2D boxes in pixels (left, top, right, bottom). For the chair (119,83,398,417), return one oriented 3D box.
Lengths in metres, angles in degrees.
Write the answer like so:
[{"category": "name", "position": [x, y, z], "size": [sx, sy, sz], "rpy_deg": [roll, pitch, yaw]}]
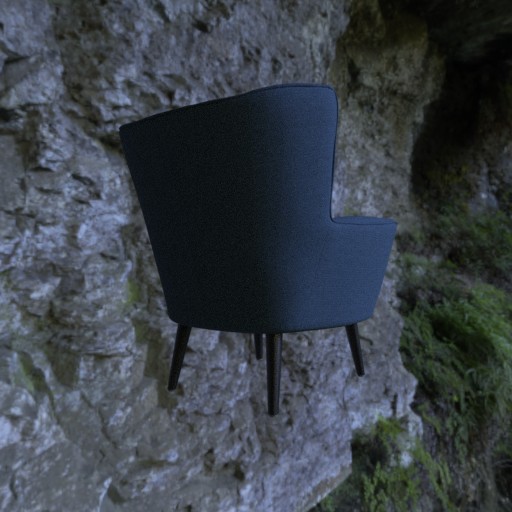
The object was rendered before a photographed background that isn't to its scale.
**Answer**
[{"category": "chair", "position": [0.000, 0.000, 1.579], "size": [0.781, 0.933, 0.888], "rpy_deg": [0, -1, 36]}]
